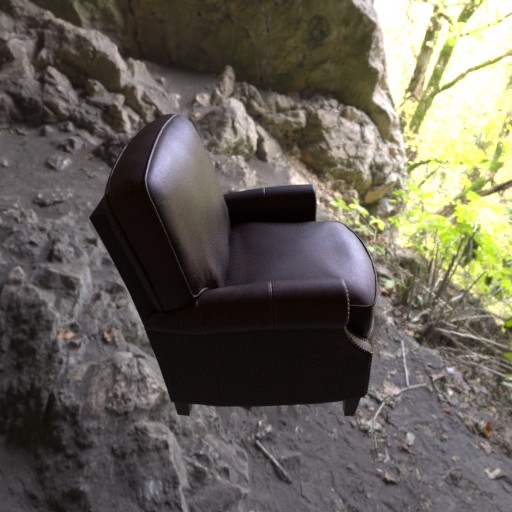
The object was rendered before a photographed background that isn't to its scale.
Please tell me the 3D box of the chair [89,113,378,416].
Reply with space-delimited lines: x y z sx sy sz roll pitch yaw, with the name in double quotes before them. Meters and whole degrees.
"chair" 0.000 0.000 1.761 0.986 1.018 0.936 0 31 -1
